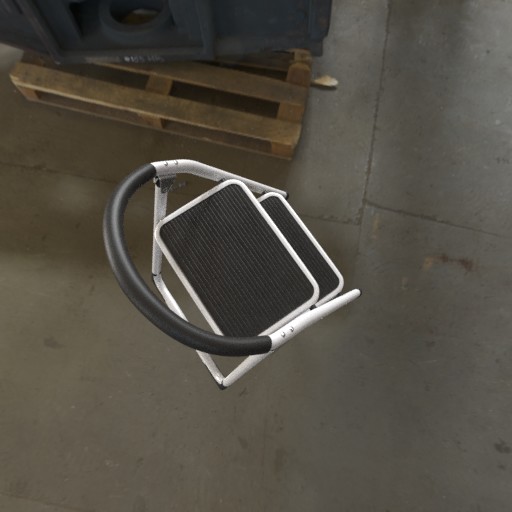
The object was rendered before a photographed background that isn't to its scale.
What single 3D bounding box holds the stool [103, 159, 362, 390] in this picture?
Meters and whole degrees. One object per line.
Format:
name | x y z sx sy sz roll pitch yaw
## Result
stool | 0.000 0.000 1.120 0.559 0.760 0.453 -33 77 -9
